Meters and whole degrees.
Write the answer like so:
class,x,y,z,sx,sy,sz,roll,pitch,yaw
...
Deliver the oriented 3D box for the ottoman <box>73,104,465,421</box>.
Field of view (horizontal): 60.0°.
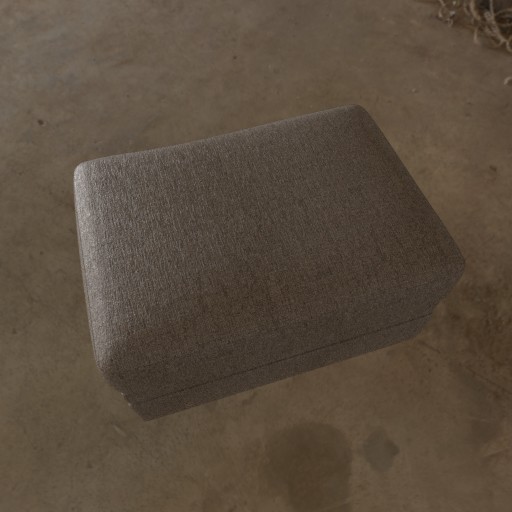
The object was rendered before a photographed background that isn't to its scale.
class,x,y,z,sx,sy,sz,roll,pitch,yaw
ottoman,0.000,0.000,1.270,0.885,0.478,0.637,-15,59,-9
